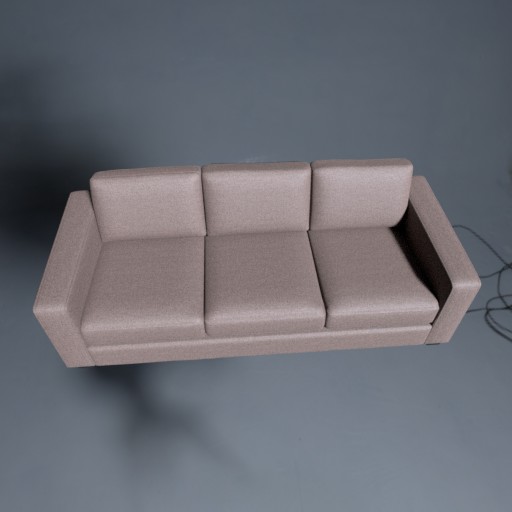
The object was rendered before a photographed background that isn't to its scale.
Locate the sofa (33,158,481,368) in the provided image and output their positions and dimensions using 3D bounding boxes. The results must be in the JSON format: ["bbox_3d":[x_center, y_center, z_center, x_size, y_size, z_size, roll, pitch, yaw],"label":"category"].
[{"bbox_3d":[0.000,0.000,2.528,2.160,0.806,0.900,-3,47,-3],"label":"sofa"}]
